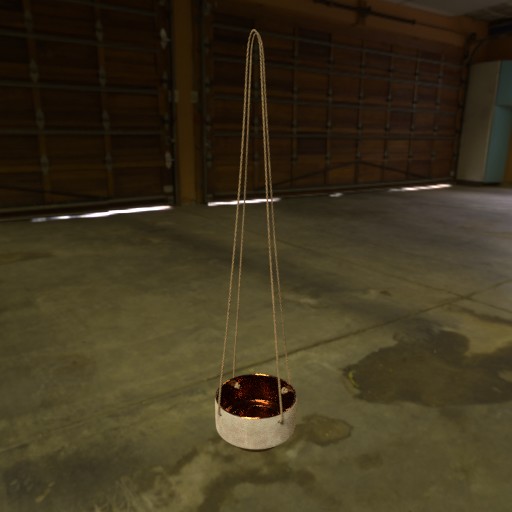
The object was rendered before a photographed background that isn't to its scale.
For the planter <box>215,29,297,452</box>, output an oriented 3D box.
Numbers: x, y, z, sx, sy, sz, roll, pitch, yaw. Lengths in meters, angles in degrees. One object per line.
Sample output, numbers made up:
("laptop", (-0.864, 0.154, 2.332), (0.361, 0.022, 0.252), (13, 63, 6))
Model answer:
("planter", (0.000, 0.000, 1.113), (0.223, 1.030, 0.223), (3, 15, 11))
